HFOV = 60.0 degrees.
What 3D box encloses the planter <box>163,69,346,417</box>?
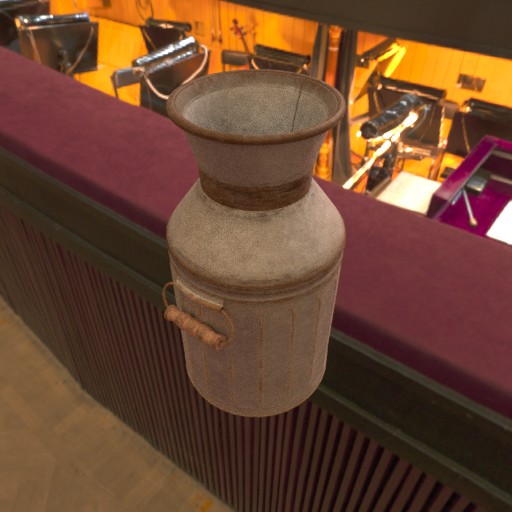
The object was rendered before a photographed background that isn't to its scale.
[{"bbox_3d":[0.000,0.000,0.550,0.214,0.396,0.245,26,47,27],"label":"planter"}]
